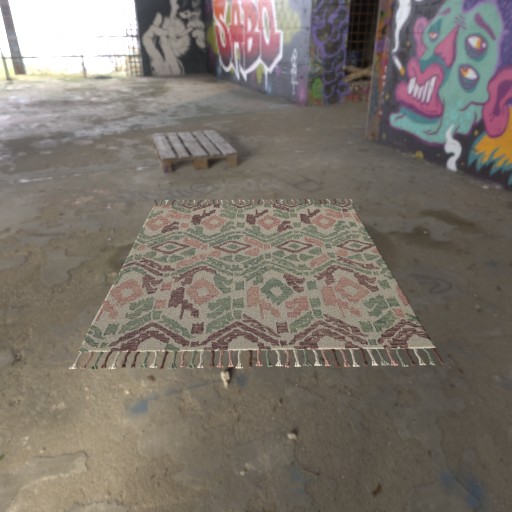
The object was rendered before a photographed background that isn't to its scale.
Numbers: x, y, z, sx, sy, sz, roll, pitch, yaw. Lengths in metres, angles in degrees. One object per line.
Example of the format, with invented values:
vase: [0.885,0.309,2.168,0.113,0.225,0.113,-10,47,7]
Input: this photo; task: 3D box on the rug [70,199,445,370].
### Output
rug: [0.000,0.000,4.119,2.438,0.010,3.048,0,27,-1]
